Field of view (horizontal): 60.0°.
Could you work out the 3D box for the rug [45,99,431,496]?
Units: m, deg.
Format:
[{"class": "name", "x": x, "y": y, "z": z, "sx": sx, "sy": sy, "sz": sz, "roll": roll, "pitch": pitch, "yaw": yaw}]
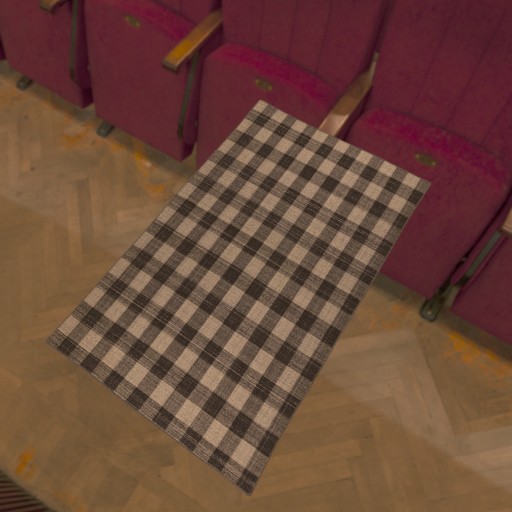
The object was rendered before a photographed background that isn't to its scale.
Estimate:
[{"class": "rug", "x": 0.000, "y": 0.000, "z": 3.053, "sx": 1.554, "sy": 0.011, "sz": 2.476, "roll": 31, "pitch": 68, "yaw": 14}]
